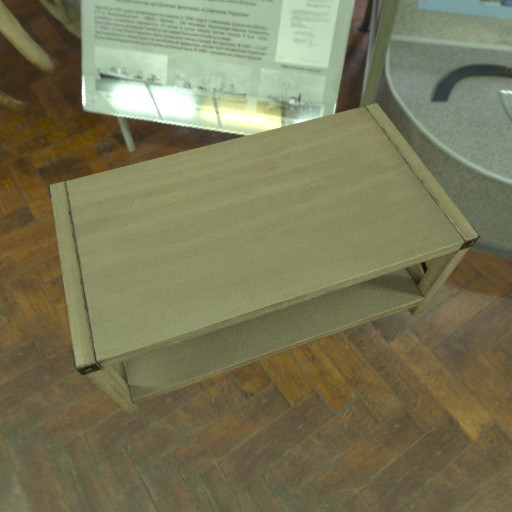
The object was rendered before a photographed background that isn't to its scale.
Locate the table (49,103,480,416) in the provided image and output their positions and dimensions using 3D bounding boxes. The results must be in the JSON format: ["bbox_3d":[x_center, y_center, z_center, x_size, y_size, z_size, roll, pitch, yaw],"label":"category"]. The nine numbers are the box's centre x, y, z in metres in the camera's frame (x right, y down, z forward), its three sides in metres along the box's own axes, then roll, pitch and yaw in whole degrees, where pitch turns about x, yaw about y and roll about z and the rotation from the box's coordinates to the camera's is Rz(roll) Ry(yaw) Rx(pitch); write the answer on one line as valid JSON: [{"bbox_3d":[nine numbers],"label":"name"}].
[{"bbox_3d":[0.000,0.000,1.348,1.016,0.456,0.559,-17,59,-10],"label":"table"}]
